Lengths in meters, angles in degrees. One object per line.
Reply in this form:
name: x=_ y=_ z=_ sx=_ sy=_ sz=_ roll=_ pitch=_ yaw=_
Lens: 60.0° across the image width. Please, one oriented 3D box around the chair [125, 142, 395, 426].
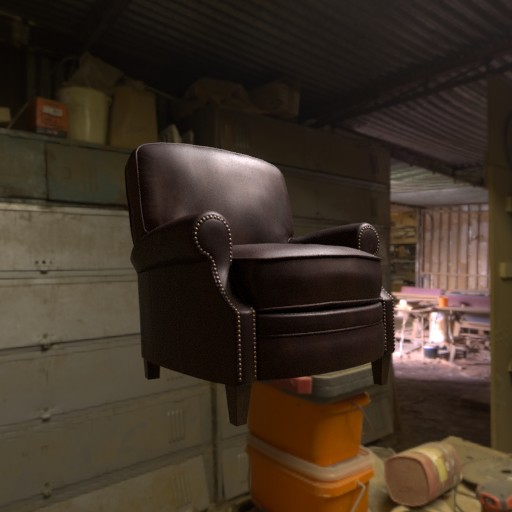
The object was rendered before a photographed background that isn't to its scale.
chair: x=0.000 y=0.000 z=1.834 sx=0.936 sy=1.018 sz=0.986 roll=0 pitch=-1 yaw=-38
